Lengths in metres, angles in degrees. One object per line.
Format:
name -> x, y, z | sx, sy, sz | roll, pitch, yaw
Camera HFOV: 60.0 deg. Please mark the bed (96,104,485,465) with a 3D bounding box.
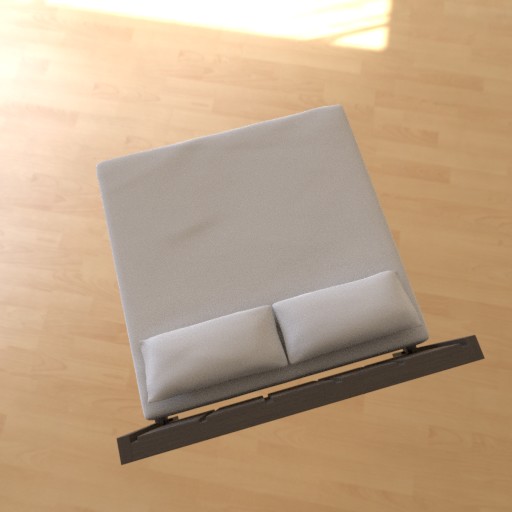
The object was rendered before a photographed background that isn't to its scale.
bed -> 0.000, 0.000, 3.385 | 2.143, 1.261, 2.238 | -15, 75, -4
